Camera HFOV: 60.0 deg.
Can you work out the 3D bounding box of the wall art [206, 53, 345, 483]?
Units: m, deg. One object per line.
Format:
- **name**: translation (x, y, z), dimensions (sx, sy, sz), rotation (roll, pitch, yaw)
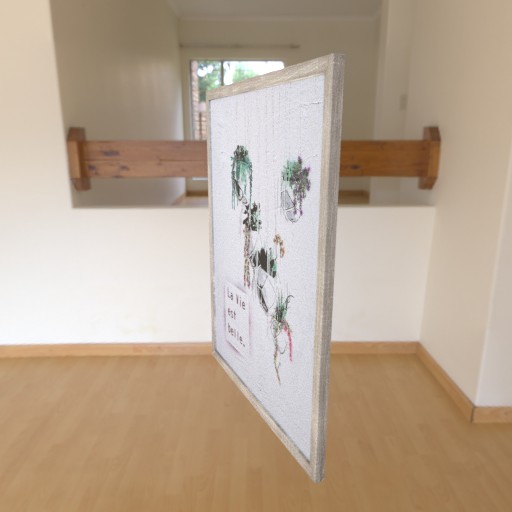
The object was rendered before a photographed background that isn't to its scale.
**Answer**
- **wall art**: translation (0.000, 0.000, 1.358), dimensions (0.035, 1.022, 0.781), rotation (-7, 16, -25)
